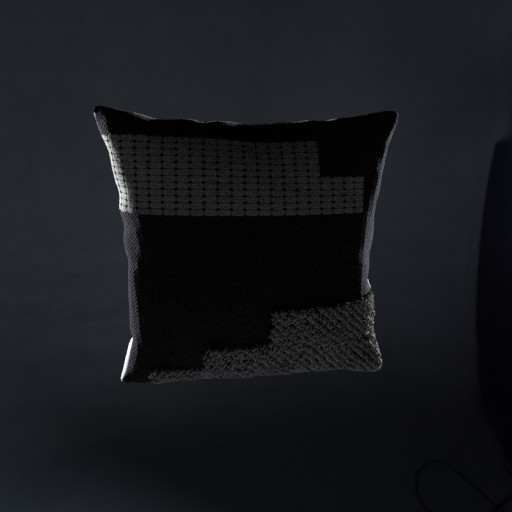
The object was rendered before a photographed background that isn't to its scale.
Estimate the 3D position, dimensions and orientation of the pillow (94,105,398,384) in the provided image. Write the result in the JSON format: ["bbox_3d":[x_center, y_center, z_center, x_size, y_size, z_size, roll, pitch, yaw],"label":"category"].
[{"bbox_3d":[0.000,0.000,0.741,0.475,0.473,0.178,-3,16,-9],"label":"pillow"}]
